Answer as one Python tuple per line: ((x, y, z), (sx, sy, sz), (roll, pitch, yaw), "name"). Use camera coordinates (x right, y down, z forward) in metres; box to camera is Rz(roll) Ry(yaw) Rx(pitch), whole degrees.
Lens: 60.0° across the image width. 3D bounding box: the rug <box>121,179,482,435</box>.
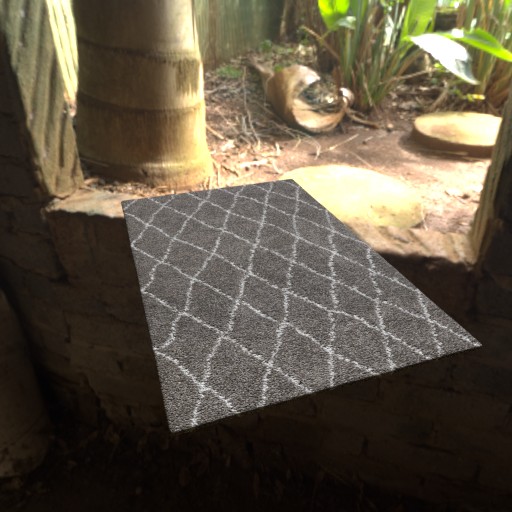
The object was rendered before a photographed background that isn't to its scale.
((0.000, 0.000, 3.372), (1.778, 0.030, 2.743), (-10, 33, -16), "rug")
